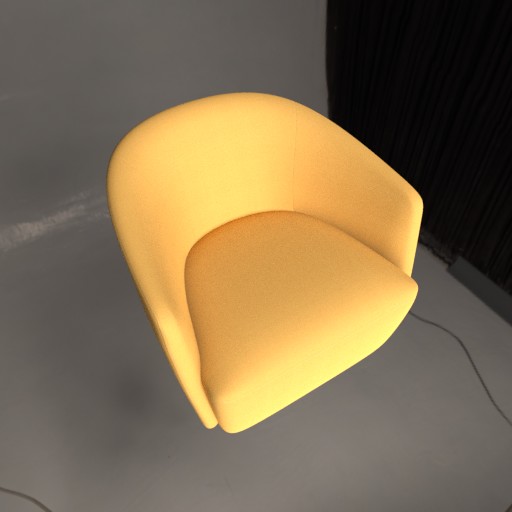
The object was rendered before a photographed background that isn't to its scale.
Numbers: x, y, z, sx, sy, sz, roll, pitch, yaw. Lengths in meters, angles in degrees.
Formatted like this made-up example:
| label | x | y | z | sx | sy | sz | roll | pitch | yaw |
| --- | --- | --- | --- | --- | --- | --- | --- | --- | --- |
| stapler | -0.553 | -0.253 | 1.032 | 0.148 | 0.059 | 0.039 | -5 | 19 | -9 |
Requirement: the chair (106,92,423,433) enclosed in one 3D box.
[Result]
| label | x | y | z | sx | sy | sz | roll | pitch | yaw |
| --- | --- | --- | --- | --- | --- | --- | --- | --- | --- |
| chair | 0.000 | 0.000 | 1.347 | 0.773 | 0.698 | 0.767 | -24 | 51 | -21 |
